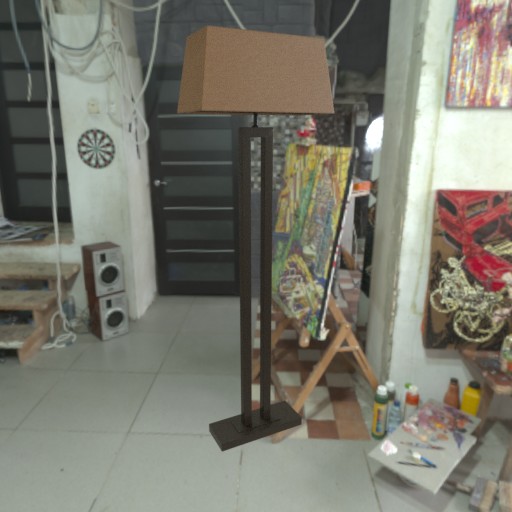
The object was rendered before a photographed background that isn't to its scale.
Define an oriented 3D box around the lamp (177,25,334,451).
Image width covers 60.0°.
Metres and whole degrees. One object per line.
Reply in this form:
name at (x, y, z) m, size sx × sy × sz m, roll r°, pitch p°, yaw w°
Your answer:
lamp at (0.000, 0.000, 1.623) m, size 0.475 × 1.469 × 0.233 m, roll -8°, pitch 18°, yaw -26°
